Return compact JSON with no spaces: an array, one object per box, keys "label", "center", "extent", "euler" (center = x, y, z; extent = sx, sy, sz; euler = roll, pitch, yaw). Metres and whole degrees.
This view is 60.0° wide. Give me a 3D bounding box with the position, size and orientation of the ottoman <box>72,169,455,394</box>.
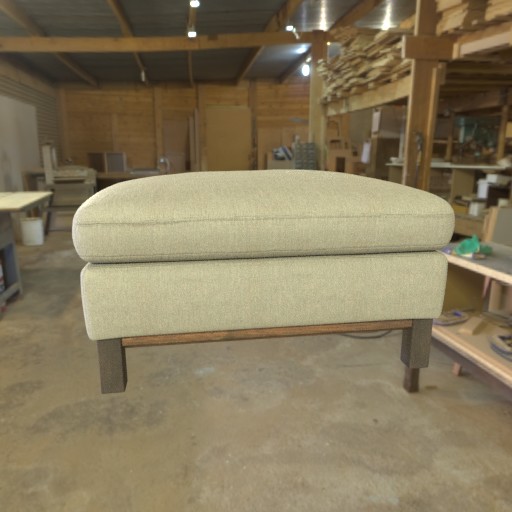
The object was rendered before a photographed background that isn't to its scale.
[{"label":"ottoman","center":[0.000,0.000,1.069],"extent":[0.735,0.404,0.528],"euler":[-2,14,-9]}]
